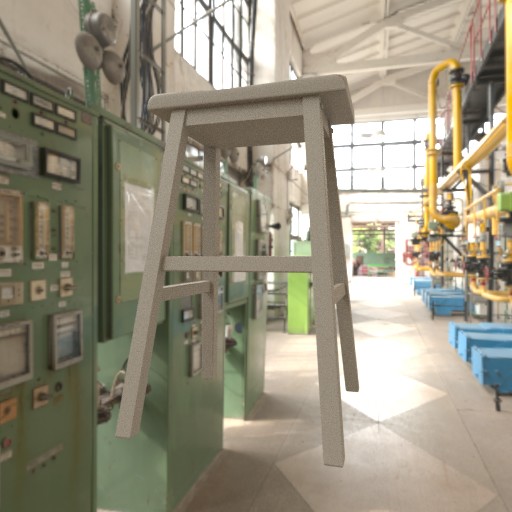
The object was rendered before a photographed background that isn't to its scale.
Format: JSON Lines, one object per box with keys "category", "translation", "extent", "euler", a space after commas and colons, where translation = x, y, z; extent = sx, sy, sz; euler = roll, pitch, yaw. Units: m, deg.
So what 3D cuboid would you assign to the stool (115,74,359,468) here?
{"category": "stool", "translation": [0.000, 0.000, 1.064], "extent": [0.457, 0.737, 0.476], "euler": [0, 0, 16]}
